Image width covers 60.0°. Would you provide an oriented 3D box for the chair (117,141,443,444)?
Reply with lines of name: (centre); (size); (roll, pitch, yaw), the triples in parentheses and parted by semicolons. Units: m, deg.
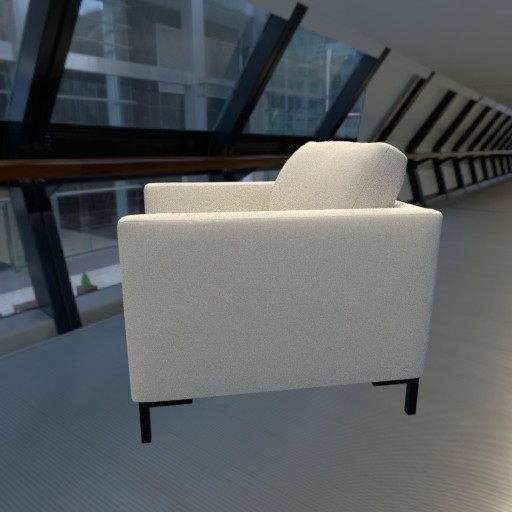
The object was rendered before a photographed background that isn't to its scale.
chair: (0.000, 0.000, 1.610); (0.875, 0.806, 0.964); (-2, 15, -9)
